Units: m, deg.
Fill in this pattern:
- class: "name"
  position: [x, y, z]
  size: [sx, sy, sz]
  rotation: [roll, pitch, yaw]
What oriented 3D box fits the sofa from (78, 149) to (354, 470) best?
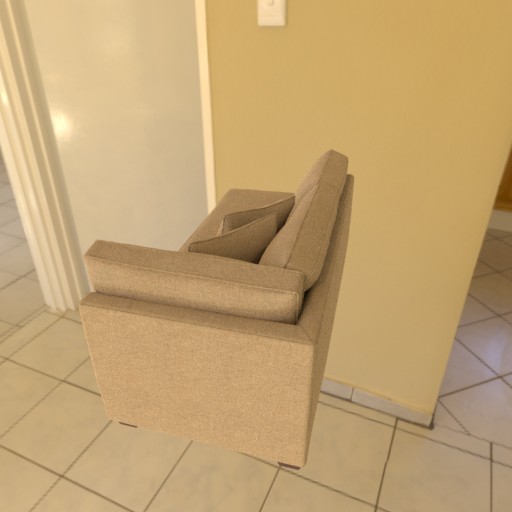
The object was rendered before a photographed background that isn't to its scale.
- class: "sofa"
  position: [0.000, 0.000, 2.899]
  size: [1.110, 1.019, 2.238]
  rotation: [8, 31, 13]
